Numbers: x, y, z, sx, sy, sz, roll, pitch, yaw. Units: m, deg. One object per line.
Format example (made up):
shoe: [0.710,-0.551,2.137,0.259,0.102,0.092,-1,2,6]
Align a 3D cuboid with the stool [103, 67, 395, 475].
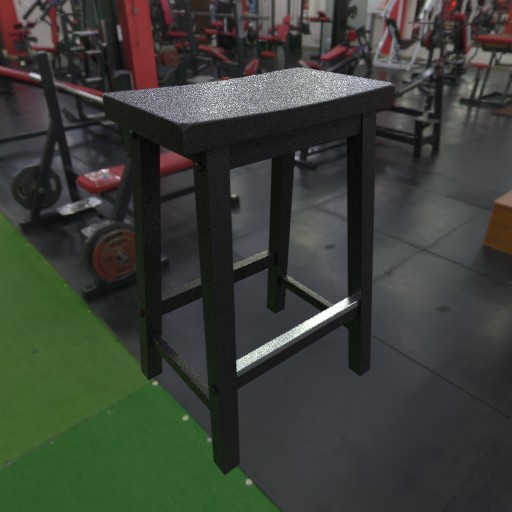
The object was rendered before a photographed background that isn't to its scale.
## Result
stool: [0.000,0.000,0.846,0.406,0.610,0.322,-23,38,-33]
